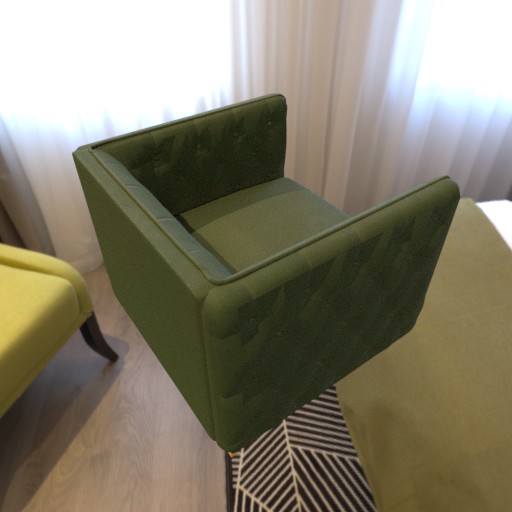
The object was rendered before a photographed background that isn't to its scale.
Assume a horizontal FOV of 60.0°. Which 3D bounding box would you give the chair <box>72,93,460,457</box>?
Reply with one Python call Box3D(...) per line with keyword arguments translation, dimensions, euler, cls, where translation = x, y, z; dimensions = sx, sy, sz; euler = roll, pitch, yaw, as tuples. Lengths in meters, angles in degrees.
Box3D(translation=(0.000, 0.000, 1.563), dimensions=(0.855, 0.768, 0.917), euler=(-25, 47, -26), cls="chair")
